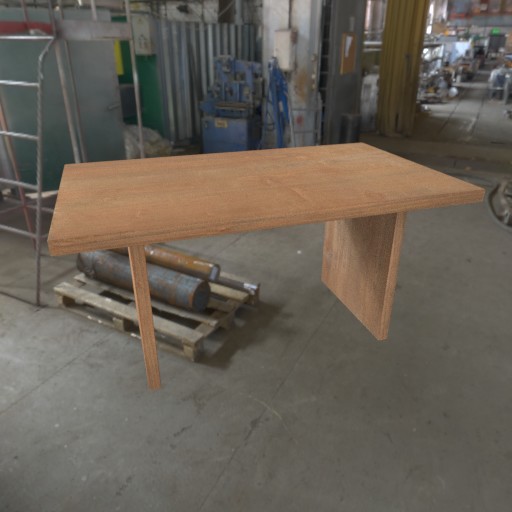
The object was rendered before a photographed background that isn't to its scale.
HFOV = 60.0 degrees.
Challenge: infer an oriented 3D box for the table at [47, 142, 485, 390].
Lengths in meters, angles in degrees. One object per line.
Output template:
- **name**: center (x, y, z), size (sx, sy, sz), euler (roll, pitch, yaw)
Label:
- **table**: center (0.000, 0.000, 2.107), size (1.609, 0.780, 0.946), euler (-8, 27, -16)
